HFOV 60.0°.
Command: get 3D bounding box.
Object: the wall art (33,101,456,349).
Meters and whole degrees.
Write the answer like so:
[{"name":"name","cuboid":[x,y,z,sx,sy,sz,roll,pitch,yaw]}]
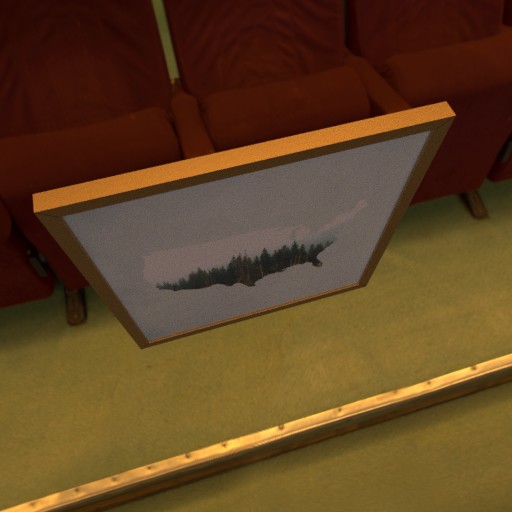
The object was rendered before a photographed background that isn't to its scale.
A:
[{"name":"wall art","cuboid":[0.000,0.000,1.113,0.762,0.762,0.038,-15,63,-8]}]
